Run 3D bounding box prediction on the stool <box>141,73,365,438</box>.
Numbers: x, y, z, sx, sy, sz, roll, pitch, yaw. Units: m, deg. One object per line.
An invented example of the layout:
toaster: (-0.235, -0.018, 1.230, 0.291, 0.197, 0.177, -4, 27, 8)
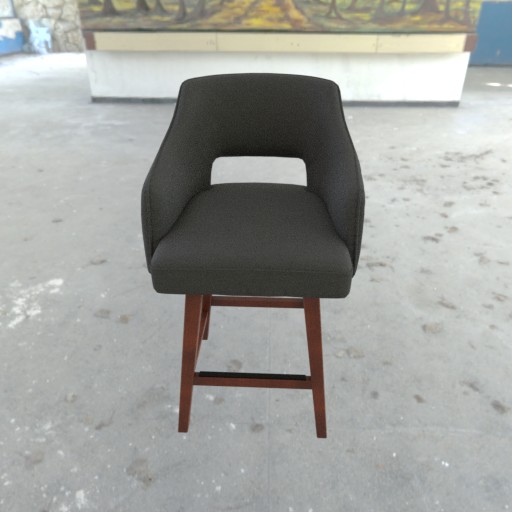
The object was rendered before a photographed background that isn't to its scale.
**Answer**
stool: (0.000, 0.000, 1.272, 0.548, 0.912, 0.558, 1, 30, 2)
